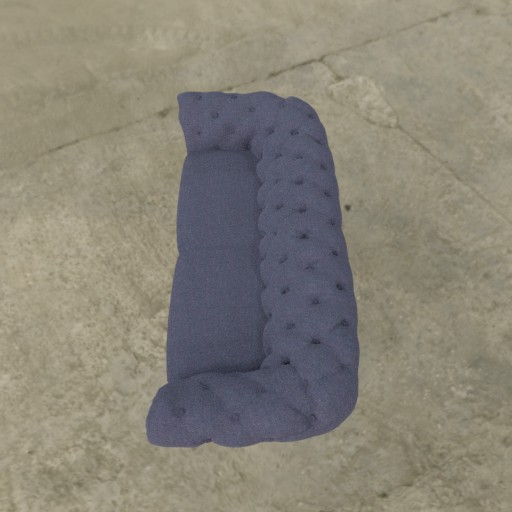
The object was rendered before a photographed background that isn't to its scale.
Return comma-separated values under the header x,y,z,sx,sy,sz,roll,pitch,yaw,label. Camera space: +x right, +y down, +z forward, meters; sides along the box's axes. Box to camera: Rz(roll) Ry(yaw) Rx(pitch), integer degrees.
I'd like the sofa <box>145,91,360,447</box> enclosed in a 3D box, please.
x,y,z,sx,sy,sz,roll,pitch,yaw,label
0.000,0.000,2.827,1.046,0.836,2.335,-1,59,-1,sofa
